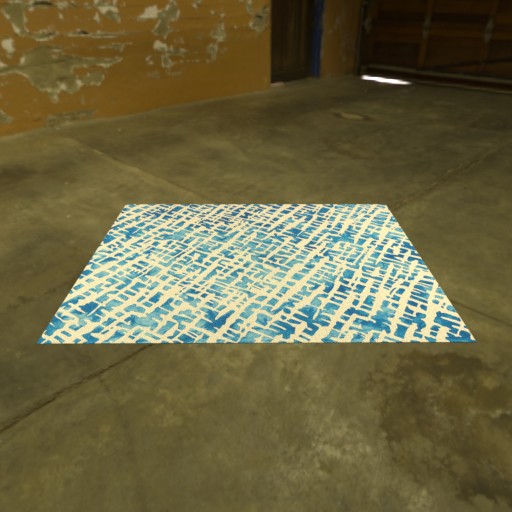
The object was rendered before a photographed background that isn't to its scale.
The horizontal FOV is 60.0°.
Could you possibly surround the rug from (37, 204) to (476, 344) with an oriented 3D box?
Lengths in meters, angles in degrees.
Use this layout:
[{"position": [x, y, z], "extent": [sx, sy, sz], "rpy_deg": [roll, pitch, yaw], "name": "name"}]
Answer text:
[{"position": [0.000, 0.000, 4.071], "extent": [3.007, 0.007, 2.435], "rpy_deg": [0, 29, 0], "name": "rug"}]
